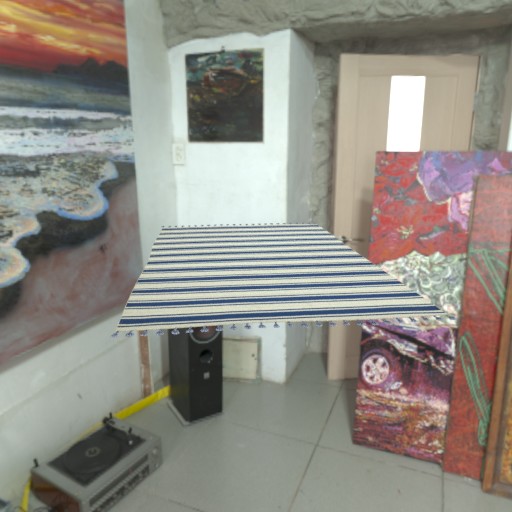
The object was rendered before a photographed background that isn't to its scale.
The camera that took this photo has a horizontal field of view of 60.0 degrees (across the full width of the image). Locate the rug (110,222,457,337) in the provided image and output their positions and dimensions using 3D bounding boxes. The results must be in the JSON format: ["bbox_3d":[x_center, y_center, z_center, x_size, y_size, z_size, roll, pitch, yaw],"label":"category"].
[{"bbox_3d":[0.000,0.000,2.570,1.248,0.009,2.108,-2,14,-7],"label":"rug"}]
